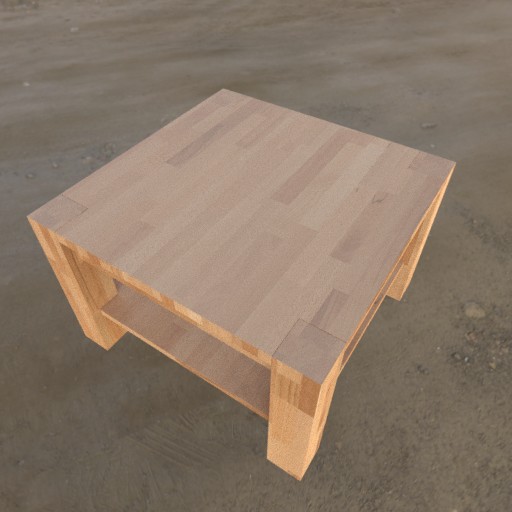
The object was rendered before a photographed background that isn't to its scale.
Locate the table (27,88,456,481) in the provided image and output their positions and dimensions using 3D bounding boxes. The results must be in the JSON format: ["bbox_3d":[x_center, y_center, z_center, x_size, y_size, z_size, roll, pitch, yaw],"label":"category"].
[{"bbox_3d":[0.000,0.000,1.167,0.700,0.451,0.700,26,51,22],"label":"table"}]
